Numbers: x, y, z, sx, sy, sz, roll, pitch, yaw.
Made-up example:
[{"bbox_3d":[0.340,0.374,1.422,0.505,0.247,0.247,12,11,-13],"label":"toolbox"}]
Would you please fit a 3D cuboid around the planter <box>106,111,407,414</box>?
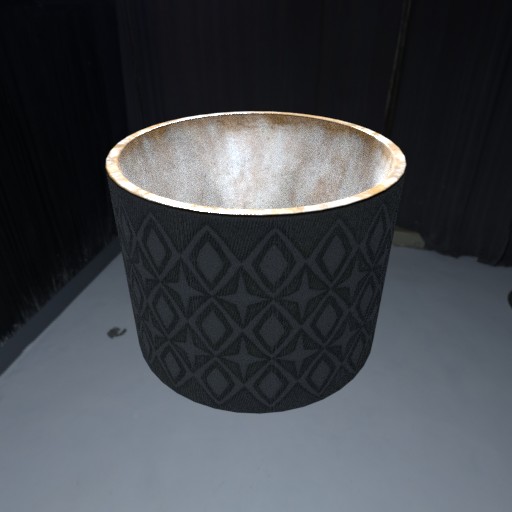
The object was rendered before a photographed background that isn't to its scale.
[{"bbox_3d":[0.000,0.000,0.448,0.255,0.223,0.255,0,32,0],"label":"planter"}]
